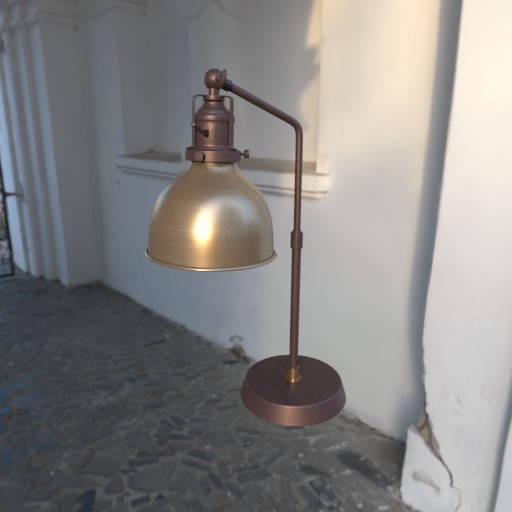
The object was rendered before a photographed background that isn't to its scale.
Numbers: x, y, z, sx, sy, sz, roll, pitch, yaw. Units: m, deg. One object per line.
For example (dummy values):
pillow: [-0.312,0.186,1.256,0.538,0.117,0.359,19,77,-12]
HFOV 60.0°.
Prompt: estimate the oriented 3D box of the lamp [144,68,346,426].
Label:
lamp: [0.000,0.000,0.606,0.298,0.469,0.175,-7,17,-24]
